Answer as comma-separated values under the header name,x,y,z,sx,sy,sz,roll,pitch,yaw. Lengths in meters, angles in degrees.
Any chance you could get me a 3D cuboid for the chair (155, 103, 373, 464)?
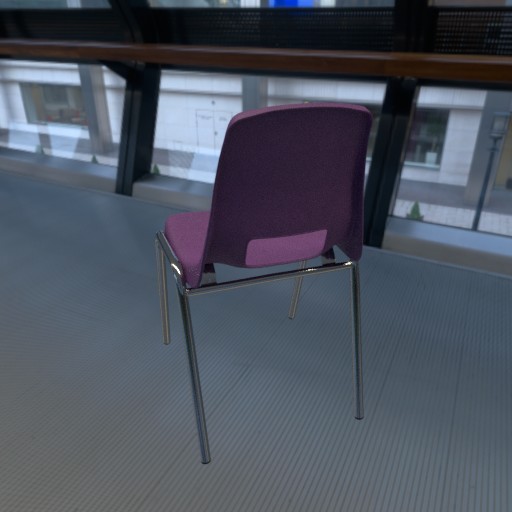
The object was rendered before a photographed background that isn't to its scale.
name,x,y,z,sx,sy,sz,roll,pitch,yaw
chair,0.000,0.000,0.918,0.381,0.654,0.432,-9,28,-17
